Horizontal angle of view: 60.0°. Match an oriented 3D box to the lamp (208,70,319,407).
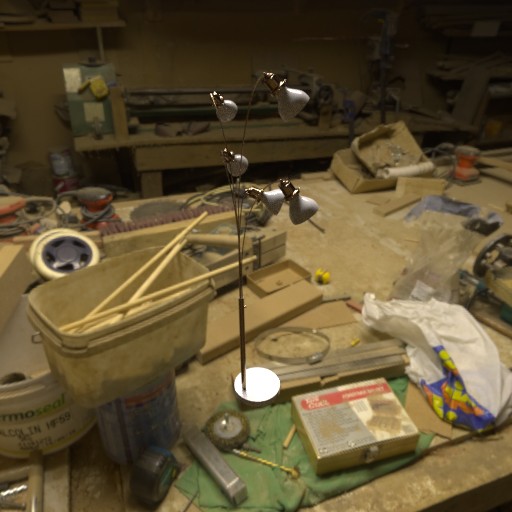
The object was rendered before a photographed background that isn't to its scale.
[{"bbox_3d":[0.000,0.000,2.938,0.361,2.423,1.405,-10,32,-16],"label":"lamp"}]
